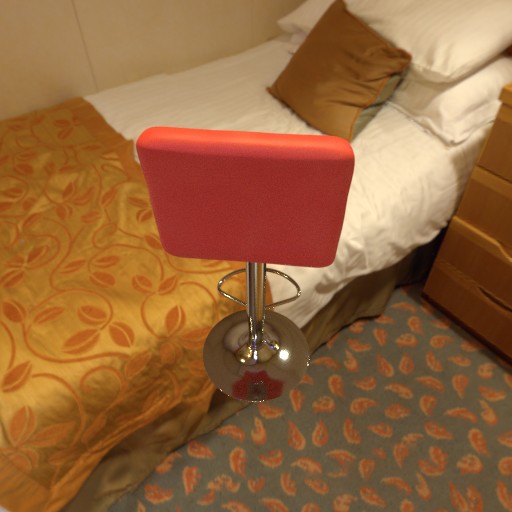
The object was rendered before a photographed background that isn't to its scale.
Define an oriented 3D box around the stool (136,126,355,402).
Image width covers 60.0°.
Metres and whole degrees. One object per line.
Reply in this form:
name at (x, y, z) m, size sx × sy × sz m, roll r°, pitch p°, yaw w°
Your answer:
stool at (0.000, 0.000, 1.374) m, size 0.430 × 1.115 × 0.505 m, roll 4°, pitch 46°, yaw 4°
